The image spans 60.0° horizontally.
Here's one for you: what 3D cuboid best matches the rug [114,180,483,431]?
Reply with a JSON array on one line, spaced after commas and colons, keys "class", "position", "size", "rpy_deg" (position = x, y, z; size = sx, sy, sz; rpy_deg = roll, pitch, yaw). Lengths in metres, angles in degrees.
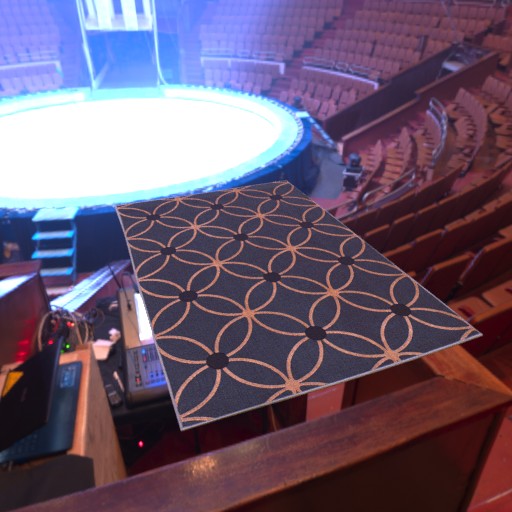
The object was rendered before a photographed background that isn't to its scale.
[{"class": "rug", "position": [0.000, 0.000, 2.849], "size": [1.522, 0.008, 2.284], "rpy_deg": [-12, 32, -19]}]
